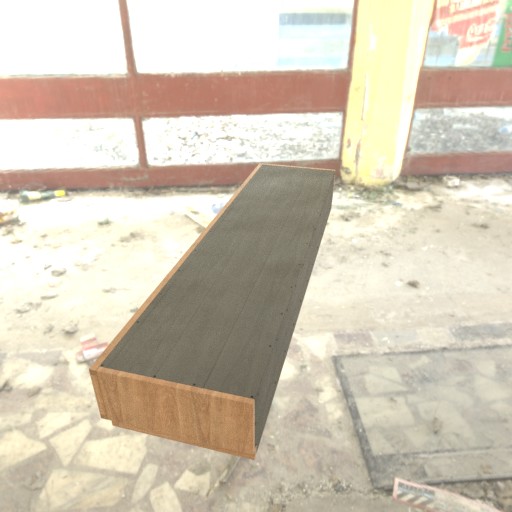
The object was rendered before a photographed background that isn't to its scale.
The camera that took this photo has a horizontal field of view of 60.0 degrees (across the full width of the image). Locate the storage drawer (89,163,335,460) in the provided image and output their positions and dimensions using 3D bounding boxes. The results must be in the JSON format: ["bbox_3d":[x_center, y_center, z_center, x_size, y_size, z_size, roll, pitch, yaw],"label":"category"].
[{"bbox_3d":[0.000,0.000,2.202,0.538,0.264,2.032,8,31,13],"label":"storage drawer"}]
